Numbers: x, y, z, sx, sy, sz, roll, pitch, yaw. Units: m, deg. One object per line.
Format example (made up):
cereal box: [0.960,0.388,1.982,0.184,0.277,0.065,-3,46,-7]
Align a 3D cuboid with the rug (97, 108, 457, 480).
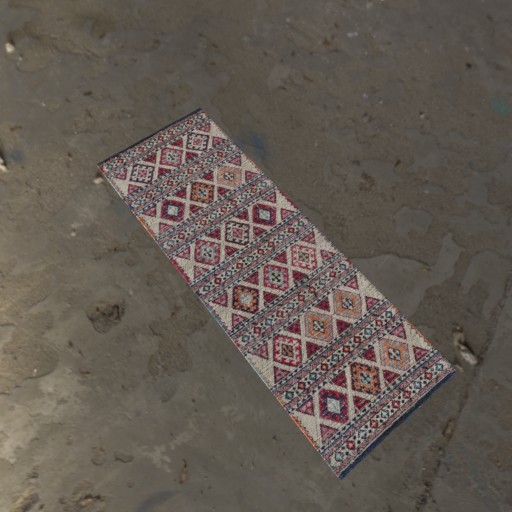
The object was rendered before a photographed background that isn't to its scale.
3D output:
rug: [0.000,0.000,2.617,0.832,0.008,2.362,-35,68,-16]
